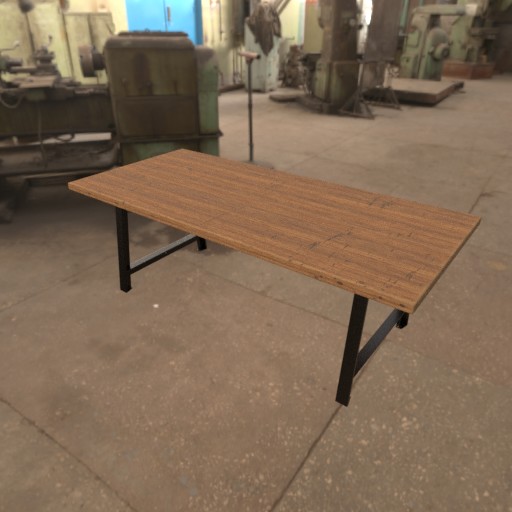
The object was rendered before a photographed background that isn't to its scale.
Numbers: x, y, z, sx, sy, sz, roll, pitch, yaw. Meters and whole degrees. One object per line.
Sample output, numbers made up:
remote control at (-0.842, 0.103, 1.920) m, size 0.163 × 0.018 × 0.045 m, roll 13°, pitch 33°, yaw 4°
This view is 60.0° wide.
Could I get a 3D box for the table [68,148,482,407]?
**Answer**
table at (0.000, 0.000, 2.724) m, size 2.200 × 0.757 × 1.000 m, roll 20°, pitch 35°, yaw 32°
